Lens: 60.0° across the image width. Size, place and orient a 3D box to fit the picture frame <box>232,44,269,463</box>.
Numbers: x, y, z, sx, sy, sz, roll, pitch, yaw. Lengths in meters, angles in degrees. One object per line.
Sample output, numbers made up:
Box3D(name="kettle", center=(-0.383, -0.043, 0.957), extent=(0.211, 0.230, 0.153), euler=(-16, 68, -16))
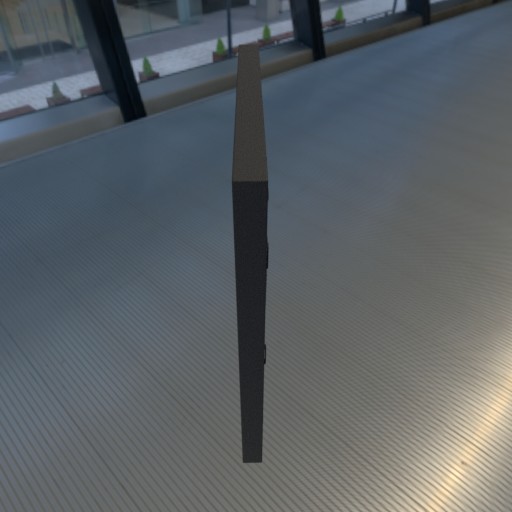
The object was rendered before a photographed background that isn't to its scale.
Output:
Box3D(name="picture frame", center=(0.000, 0.000, 0.520), extent=(0.036, 0.383, 0.307), euler=(-1, 40, -1))
